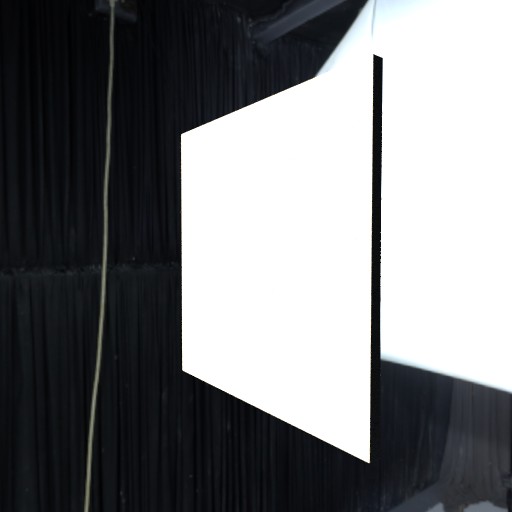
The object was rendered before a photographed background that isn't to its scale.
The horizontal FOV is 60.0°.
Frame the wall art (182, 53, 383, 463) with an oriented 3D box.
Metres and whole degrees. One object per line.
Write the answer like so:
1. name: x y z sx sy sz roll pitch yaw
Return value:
1. wall art: 0.000 0.000 1.157 0.031 0.775 0.773 -1 2 -37
